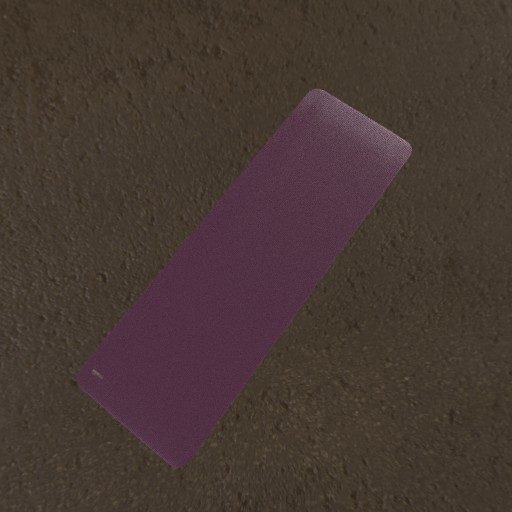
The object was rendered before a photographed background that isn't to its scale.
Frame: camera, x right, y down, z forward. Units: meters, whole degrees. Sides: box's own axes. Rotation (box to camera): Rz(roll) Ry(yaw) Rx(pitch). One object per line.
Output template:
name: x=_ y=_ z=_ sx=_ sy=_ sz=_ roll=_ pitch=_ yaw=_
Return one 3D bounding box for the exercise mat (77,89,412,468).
exercise mat: x=0.000 y=0.000 z=2.079 sx=0.616 sy=0.021 sz=1.869 roll=36 pitch=78 yaw=9
